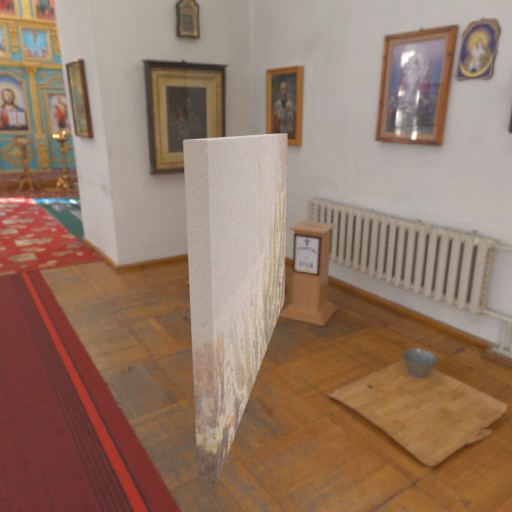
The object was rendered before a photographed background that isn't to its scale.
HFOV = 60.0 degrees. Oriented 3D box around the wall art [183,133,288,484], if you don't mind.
[{"bbox_3d":[0.000,0.000,1.160,0.040,0.608,0.916,3,16,11],"label":"wall art"}]
